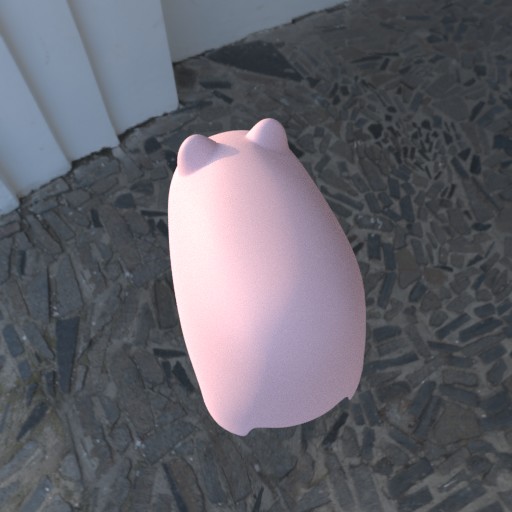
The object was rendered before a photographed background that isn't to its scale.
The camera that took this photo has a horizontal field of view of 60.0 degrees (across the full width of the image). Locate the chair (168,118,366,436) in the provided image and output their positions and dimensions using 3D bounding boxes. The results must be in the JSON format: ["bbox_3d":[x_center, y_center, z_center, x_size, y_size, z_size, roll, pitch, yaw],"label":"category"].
[{"bbox_3d":[0.000,0.000,0.893,0.364,0.423,0.619,-15,59,-9],"label":"chair"}]
